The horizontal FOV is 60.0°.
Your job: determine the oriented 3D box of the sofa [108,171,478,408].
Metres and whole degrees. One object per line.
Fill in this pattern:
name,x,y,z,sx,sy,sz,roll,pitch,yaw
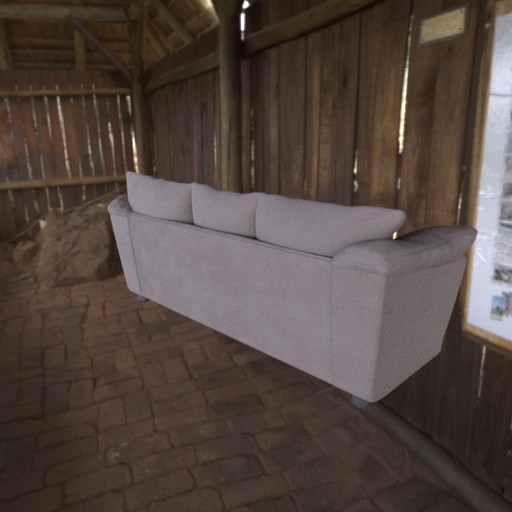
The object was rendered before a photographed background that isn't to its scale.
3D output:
sofa,0.000,0.000,2.826,0.893,0.981,2.377,-15,21,-43
